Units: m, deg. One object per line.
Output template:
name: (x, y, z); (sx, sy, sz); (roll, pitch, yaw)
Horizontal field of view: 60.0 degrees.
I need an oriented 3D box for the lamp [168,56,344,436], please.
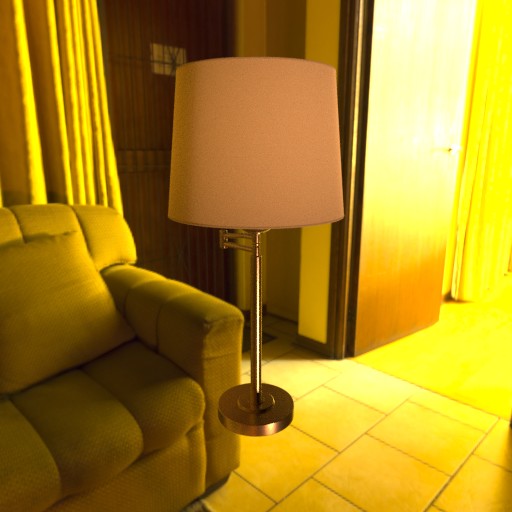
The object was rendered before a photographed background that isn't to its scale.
lamp: (0.000, 0.000, 0.872); (0.333, 0.696, 0.333); (0, 14, 0)
